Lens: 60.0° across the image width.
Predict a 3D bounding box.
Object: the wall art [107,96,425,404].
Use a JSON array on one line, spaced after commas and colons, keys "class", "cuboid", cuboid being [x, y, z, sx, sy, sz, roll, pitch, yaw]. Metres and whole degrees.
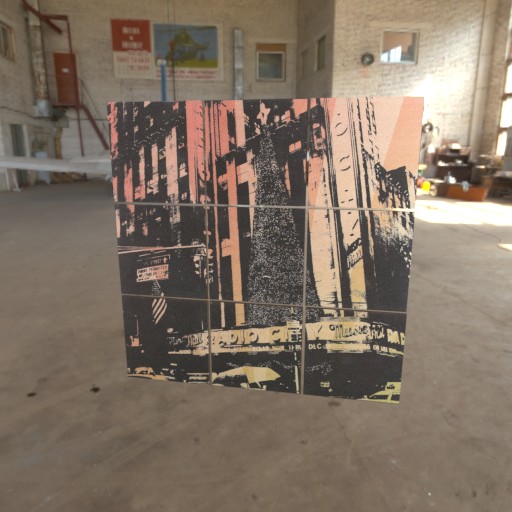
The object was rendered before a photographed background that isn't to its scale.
[{"class": "wall art", "cuboid": [0.000, 0.000, 1.818, 1.216, 1.216, 0.013, 3, 14, 10]}]
